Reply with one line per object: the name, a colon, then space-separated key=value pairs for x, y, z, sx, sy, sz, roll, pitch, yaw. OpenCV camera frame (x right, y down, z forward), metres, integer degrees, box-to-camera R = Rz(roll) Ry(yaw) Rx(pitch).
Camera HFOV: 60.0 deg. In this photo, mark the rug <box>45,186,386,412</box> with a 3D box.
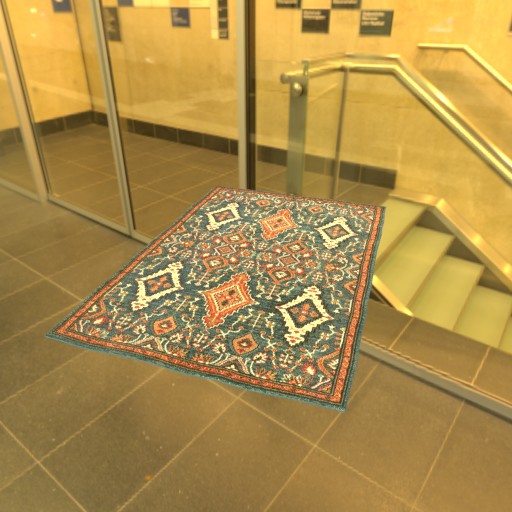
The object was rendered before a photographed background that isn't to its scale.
rug: x=0.000 y=0.000 z=3.113 sx=1.622 sy=0.009 sz=2.373 roll=9 pitch=31 yaw=16
